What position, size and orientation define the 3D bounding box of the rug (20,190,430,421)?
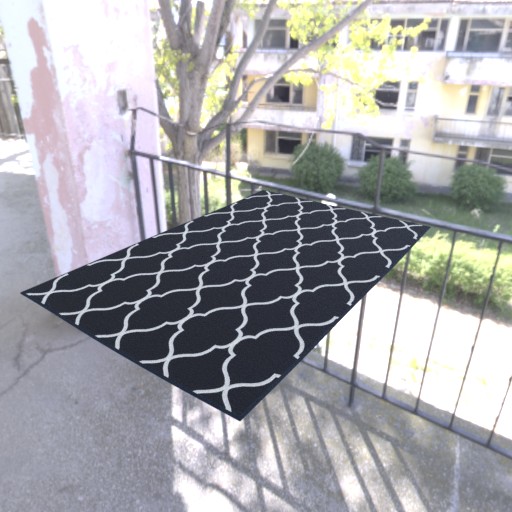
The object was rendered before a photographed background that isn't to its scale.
[{"bbox_3d":[0.000,0.000,2.823,1.526,0.014,2.290,18,31,32],"label":"rug"}]
